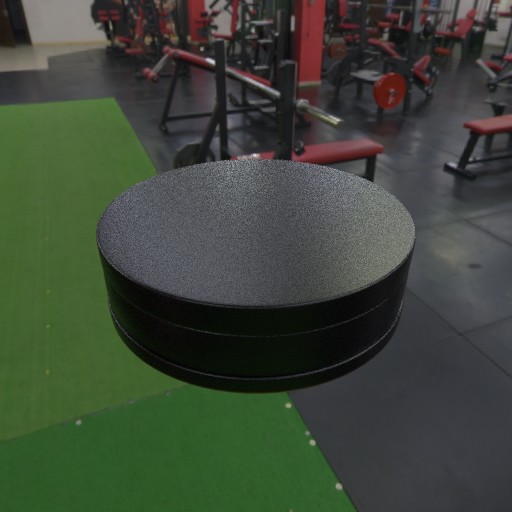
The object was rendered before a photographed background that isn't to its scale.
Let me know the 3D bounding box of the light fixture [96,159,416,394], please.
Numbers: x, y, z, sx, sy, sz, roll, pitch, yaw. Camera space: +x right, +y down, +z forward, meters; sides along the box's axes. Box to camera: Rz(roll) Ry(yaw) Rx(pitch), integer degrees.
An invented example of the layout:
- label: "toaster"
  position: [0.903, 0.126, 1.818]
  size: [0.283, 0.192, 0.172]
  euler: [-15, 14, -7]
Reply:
- label: "light fixture"
  position: [0.000, 0.000, 0.430]
  size: [0.283, 0.097, 0.283]
  euler: [0, 32, 0]
